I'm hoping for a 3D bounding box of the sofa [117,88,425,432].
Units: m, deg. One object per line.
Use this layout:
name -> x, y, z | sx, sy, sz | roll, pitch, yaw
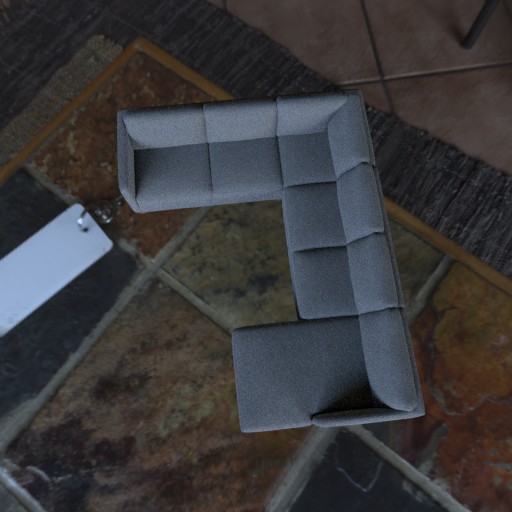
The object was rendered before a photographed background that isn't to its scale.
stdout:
sofa -> 0.000, 0.000, 4.352 | 2.551, 0.853, 3.238 | -6, 74, -2
